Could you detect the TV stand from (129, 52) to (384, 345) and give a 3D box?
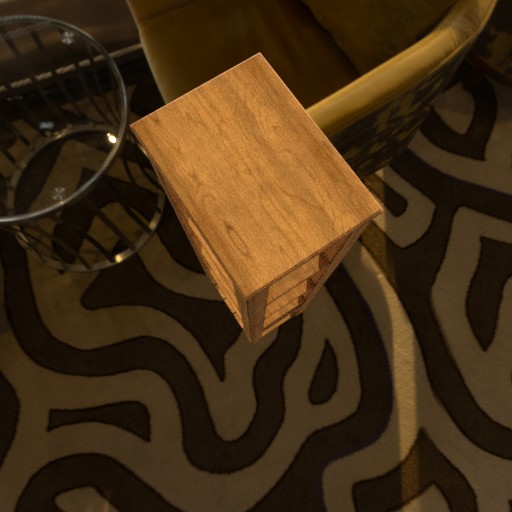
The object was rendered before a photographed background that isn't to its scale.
[{"bbox_3d":[0.000,0.000,2.028,0.435,1.828,0.565,-33,77,-8],"label":"TV stand"}]
